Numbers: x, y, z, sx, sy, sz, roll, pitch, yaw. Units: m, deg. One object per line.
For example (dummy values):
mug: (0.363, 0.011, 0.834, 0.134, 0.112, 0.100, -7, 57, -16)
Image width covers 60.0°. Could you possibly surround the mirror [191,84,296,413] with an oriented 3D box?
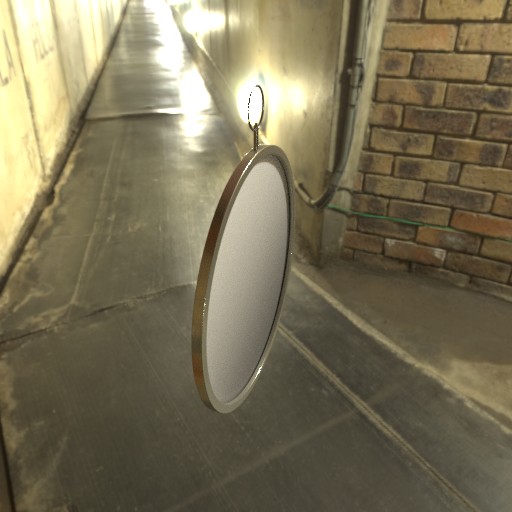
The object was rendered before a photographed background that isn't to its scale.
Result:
mirror: (0.000, 0.000, 0.978, 0.020, 0.713, 0.594, 10, 31, 17)
